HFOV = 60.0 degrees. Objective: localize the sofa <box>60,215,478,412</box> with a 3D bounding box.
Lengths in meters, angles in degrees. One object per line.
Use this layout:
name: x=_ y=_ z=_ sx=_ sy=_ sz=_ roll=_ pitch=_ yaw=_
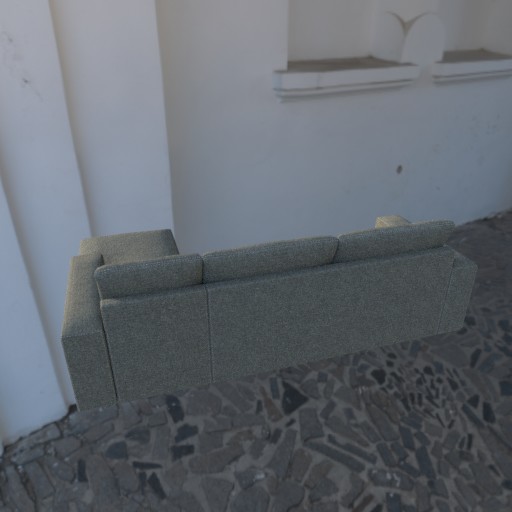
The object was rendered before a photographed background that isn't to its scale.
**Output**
sofa: x=0.000 y=0.000 z=3.491 sx=2.718 sy=0.940 sz=1.689 roll=-8 pitch=28 yaw=-15
